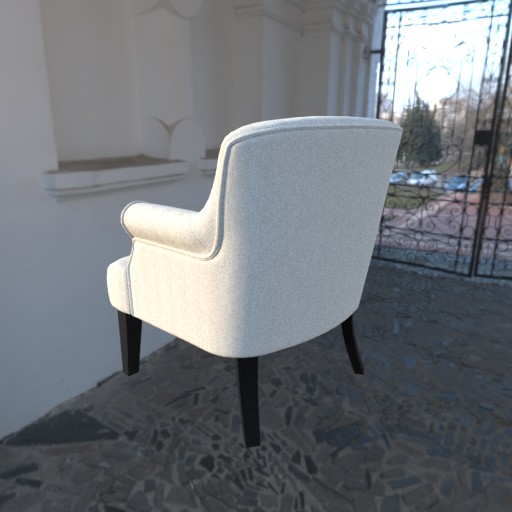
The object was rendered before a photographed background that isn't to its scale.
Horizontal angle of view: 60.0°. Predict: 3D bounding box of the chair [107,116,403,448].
[{"bbox_3d":[0.000,0.000,1.480,0.781,0.875,0.750,-15,22,-43],"label":"chair"}]
